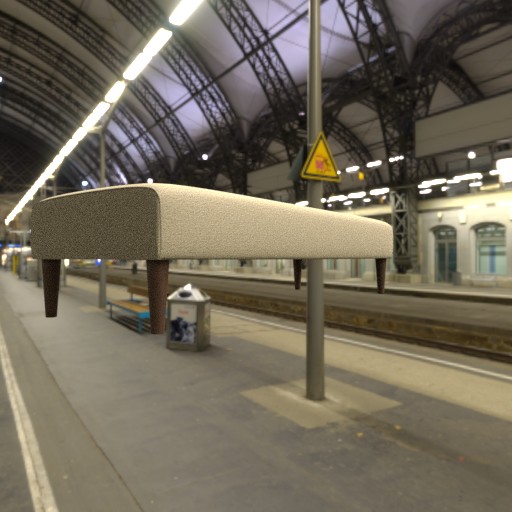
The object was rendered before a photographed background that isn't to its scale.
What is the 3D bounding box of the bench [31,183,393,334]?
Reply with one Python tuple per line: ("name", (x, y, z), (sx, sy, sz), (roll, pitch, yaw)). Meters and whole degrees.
("bench", (0.000, 0.000, 1.873), (0.646, 0.393, 1.609), (0, 0, 37))
